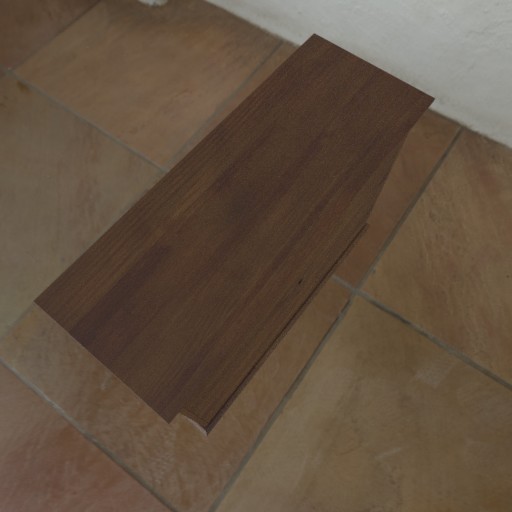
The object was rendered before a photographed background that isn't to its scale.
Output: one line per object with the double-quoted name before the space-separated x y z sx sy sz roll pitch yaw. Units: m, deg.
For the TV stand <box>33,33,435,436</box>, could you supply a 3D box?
"TV stand" 0.000 0.000 1.465 0.406 0.813 1.067 36 71 15
